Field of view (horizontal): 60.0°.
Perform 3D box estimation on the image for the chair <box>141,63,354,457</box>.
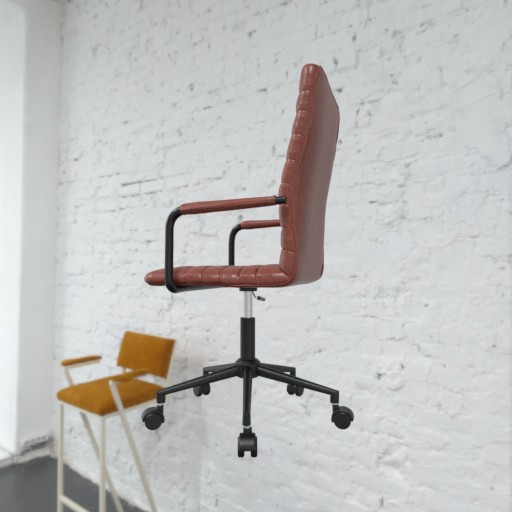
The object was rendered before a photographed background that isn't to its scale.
[{"bbox_3d":[0.000,0.000,1.355,0.580,0.979,0.608,-1,-2,18],"label":"chair"}]
